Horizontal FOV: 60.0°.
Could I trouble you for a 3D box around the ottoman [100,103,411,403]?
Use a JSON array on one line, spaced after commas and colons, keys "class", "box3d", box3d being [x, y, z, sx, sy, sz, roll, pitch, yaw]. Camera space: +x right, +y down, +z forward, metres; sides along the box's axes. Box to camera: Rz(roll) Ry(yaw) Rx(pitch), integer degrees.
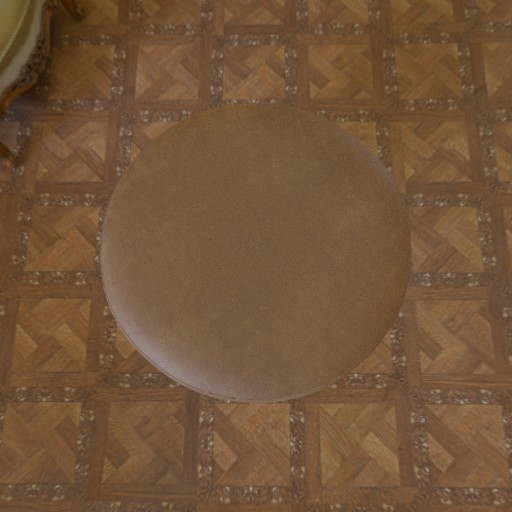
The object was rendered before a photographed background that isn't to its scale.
[{"class": "ottoman", "box3d": [0.000, 0.000, 1.249, 0.771, 0.460, 0.771, 0, 75, 0]}]
